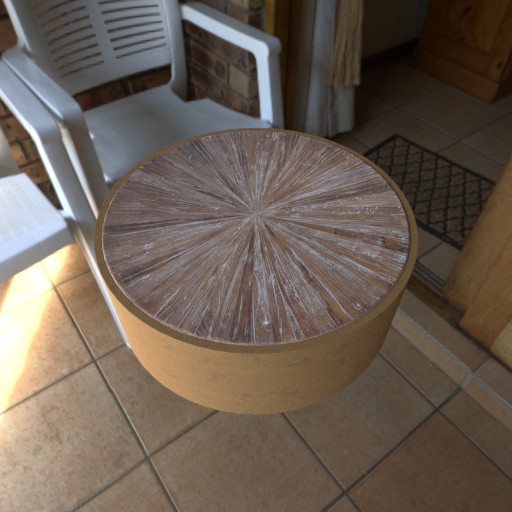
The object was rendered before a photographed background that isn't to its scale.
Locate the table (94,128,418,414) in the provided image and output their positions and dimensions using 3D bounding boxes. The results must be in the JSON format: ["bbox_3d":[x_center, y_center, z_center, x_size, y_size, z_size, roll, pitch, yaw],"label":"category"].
[{"bbox_3d":[0.000,0.000,1.554,1.001,0.409,1.001,0,48,0],"label":"table"}]
